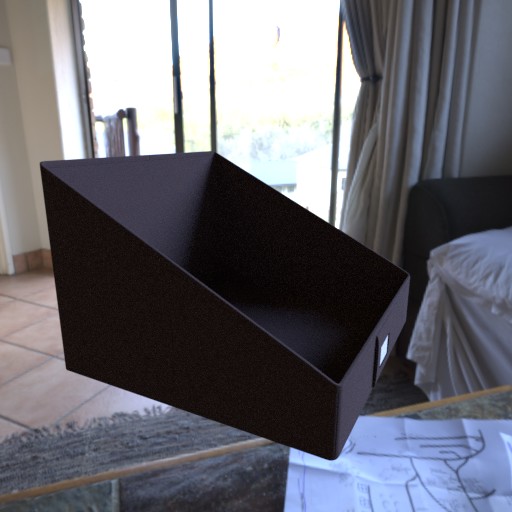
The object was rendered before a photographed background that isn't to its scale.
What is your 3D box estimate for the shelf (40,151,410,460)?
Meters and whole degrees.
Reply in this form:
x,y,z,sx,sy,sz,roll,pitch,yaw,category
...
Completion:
x,y,z,sx,sy,sz,roll,pitch,yaw,category
0.000,0.000,0.484,0.292,0.210,0.292,8,17,27,shelf
